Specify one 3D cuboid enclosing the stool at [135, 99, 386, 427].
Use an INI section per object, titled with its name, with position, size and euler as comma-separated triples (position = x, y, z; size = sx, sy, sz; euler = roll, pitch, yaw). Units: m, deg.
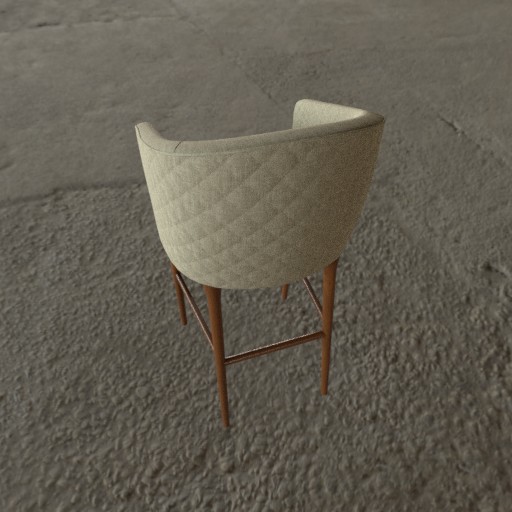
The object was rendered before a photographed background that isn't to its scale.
[stool]
position = 0.000, 0.000, 1.384
size = 0.559, 1.078, 0.607
euler = -13, 43, -14
